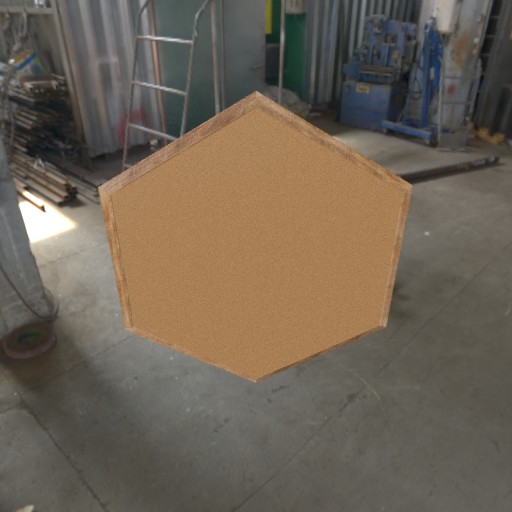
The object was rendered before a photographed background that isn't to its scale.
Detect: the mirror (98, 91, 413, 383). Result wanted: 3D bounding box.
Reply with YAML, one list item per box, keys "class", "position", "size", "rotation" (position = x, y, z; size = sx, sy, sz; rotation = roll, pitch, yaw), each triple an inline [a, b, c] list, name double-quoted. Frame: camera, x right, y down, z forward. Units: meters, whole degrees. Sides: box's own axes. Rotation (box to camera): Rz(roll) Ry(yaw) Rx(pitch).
- class: "mirror"
  position: [0.000, 0.000, 1.082]
  size: [0.675, 0.779, 0.091]
  rotation: [-1, 30, -1]
